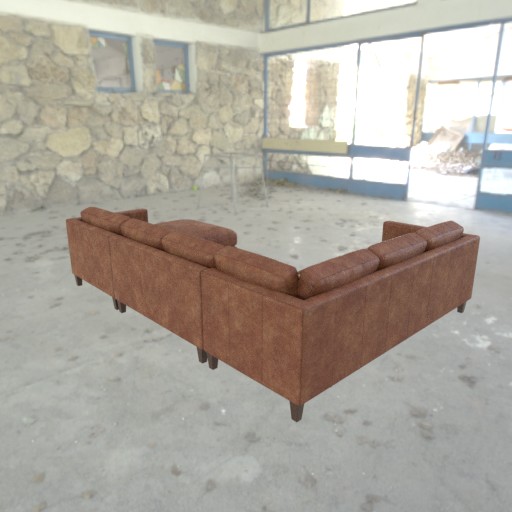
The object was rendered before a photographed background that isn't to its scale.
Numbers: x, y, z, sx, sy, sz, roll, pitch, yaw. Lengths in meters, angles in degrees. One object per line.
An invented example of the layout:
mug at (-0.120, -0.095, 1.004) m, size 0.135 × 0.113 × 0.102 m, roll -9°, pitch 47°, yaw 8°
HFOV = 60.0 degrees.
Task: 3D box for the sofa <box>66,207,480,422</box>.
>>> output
sofa at (0.000, 0.000, 4.434) m, size 2.452 × 0.888 × 3.324 m, roll -15°, pitch 22°, yaw -41°
